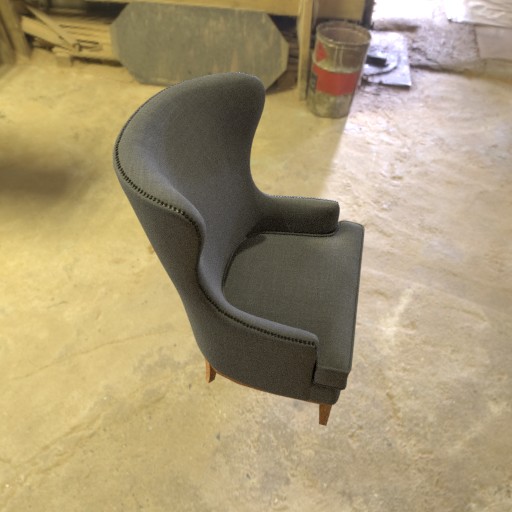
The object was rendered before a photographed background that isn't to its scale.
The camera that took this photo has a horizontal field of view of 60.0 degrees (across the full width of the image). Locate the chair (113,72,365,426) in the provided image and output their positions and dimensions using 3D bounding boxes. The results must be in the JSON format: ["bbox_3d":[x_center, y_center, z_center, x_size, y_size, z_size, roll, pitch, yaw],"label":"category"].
[{"bbox_3d":[0.000,0.000,1.847,0.883,1.176,0.864,10,47,9],"label":"chair"}]
